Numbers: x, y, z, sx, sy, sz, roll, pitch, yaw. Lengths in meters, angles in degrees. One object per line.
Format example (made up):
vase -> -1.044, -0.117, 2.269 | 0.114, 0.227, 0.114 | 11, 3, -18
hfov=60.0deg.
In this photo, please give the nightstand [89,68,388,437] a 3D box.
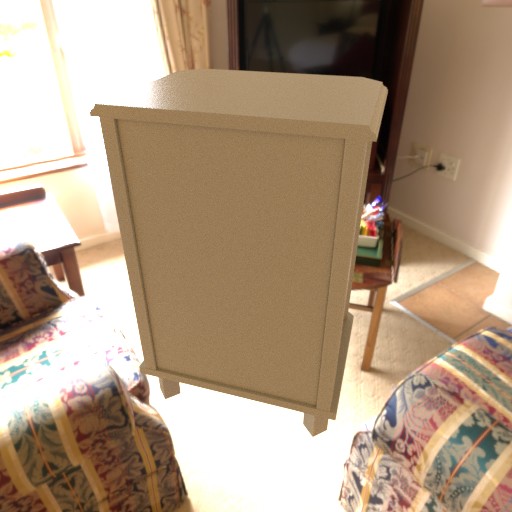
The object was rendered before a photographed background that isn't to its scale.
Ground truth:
nightstand -> 0.000, 0.000, 0.946 | 0.435, 0.680, 0.348 | 9, 33, 14
